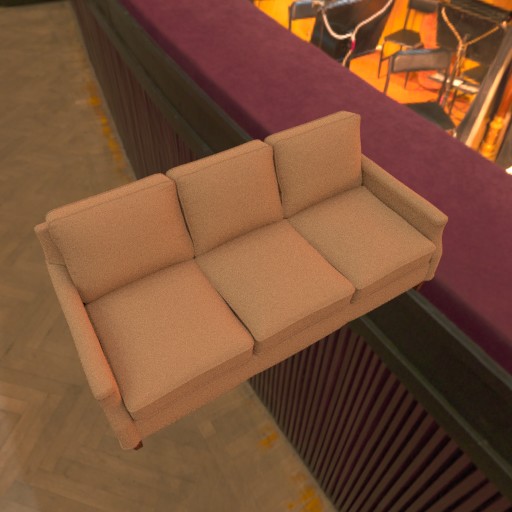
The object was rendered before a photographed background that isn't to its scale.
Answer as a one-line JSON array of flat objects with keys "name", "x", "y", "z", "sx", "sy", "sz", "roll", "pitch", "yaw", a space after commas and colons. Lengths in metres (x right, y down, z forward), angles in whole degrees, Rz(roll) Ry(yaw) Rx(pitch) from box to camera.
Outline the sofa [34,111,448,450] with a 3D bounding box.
[{"name": "sofa", "x": 0.000, "y": 0.000, "z": 2.706, "sx": 2.246, "sy": 1.003, "sz": 1.084, "roll": -24, "pitch": 52, "yaw": -21}]
